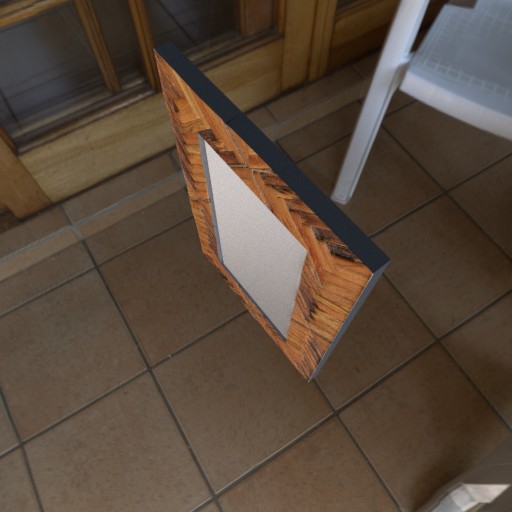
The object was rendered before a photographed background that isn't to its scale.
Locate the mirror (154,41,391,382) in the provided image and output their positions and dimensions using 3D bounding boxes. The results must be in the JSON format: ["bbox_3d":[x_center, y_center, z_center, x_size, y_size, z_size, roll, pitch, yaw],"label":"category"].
[{"bbox_3d":[0.000,0.000,1.176,0.044,0.912,0.606,-35,69,-15],"label":"mirror"}]
